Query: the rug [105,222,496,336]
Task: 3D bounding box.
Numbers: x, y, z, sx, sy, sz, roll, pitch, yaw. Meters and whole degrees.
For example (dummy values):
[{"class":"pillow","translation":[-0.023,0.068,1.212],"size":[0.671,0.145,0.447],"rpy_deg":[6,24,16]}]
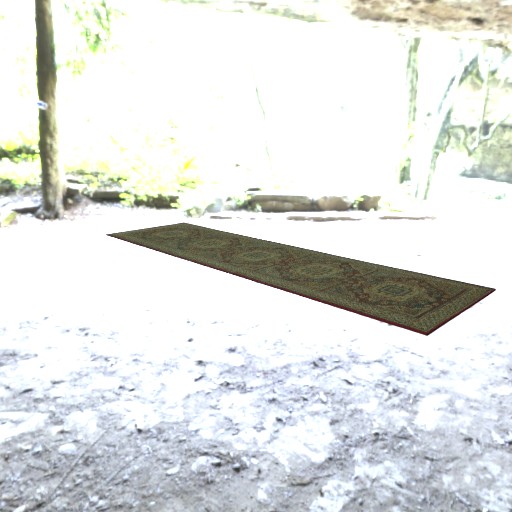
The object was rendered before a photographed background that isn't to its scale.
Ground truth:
[{"class":"rug","translation":[0.000,0.000,2.481],"size":[0.659,0.015,2.292],"rpy_deg":[-14,20,-43]}]
